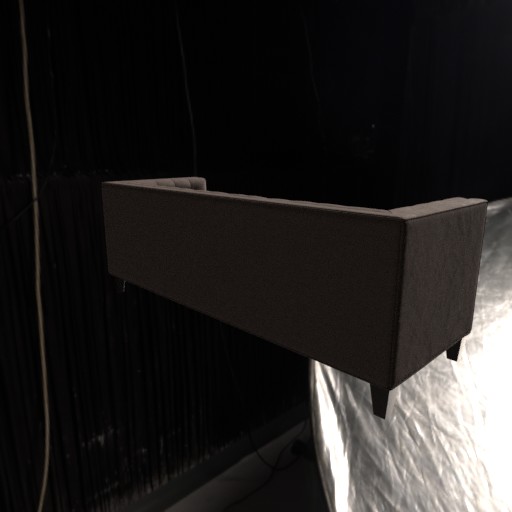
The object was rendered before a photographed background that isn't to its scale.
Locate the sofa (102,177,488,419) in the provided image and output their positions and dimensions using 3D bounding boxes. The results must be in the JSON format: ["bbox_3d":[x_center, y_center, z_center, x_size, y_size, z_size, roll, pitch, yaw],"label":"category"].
[{"bbox_3d":[0.000,0.000,2.532,0.775,0.762,2.159,-13,19,-43],"label":"sofa"}]
